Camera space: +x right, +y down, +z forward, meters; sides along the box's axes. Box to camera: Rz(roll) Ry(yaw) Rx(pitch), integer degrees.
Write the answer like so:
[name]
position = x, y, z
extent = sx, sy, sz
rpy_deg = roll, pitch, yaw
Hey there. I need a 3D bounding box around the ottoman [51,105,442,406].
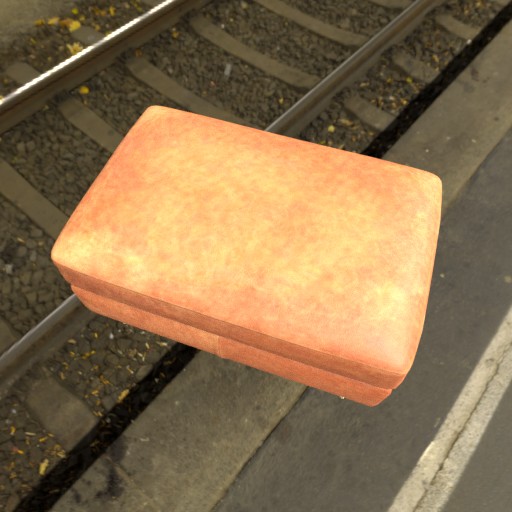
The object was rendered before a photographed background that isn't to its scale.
[ottoman]
position = 0.000, 0.000, 1.217
extent = 0.852, 0.507, 0.565
rpy_deg = 17, 61, 10
